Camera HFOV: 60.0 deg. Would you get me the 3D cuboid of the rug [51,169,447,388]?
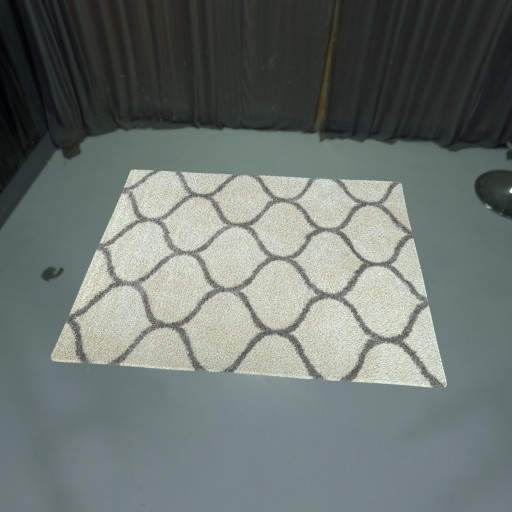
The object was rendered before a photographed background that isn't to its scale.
[{"bbox_3d":[0.000,0.000,4.124,3.000,0.026,2.399,3,48,3],"label":"rug"}]
